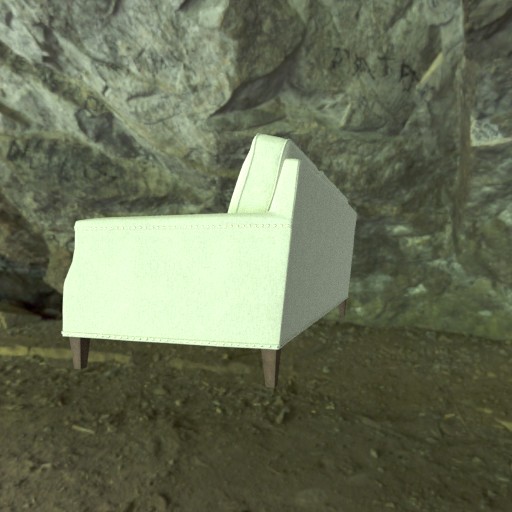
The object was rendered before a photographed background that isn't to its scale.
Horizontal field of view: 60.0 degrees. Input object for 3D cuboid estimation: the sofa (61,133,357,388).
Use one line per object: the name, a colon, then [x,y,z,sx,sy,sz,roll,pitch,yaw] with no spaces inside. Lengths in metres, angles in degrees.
sofa: [0.000,0.000,2.826,1.084,1.003,2.246,0,0,18]
